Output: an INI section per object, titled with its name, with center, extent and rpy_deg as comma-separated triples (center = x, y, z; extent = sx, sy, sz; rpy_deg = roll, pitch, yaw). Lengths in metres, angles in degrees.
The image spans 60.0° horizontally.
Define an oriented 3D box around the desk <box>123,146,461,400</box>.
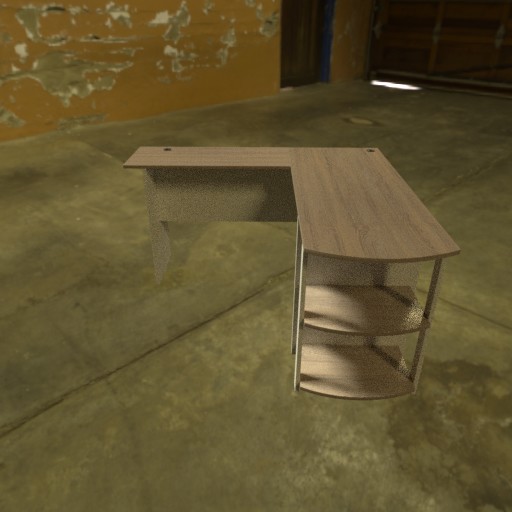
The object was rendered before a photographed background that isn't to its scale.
[desk]
center = 0.000, 0.000, 2.141
extent = 1.361, 0.716, 1.303
rpy_deg = 1, 29, 1
